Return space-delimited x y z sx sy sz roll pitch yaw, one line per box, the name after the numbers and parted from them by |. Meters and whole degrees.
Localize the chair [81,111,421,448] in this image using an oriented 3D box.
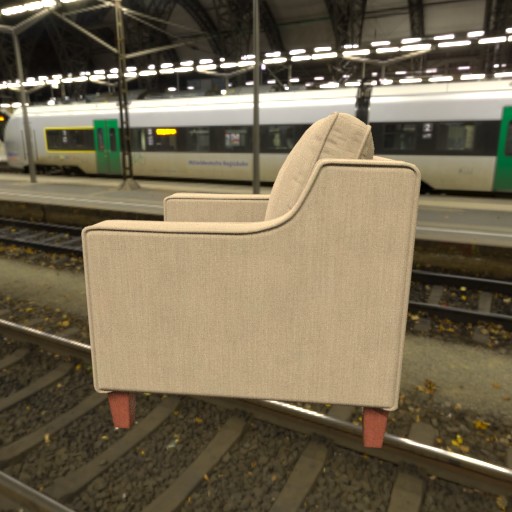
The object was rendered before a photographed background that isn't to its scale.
0.000 0.000 1.603 0.909 0.960 0.831 2 15 7 | chair
